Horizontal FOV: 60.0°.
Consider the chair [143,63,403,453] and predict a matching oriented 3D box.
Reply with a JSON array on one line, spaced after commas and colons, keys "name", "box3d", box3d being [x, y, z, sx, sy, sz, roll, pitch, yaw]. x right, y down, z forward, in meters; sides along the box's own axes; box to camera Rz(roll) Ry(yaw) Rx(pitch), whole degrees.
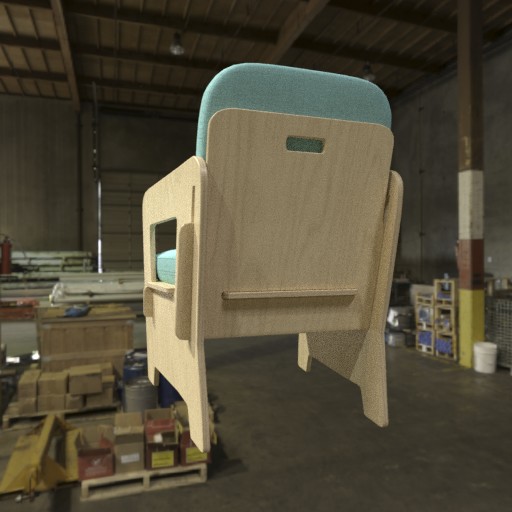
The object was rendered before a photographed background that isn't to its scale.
[{"name": "chair", "box3d": [0.000, 0.000, 1.252, 0.590, 0.800, 0.710, 0, 0, -19]}]
